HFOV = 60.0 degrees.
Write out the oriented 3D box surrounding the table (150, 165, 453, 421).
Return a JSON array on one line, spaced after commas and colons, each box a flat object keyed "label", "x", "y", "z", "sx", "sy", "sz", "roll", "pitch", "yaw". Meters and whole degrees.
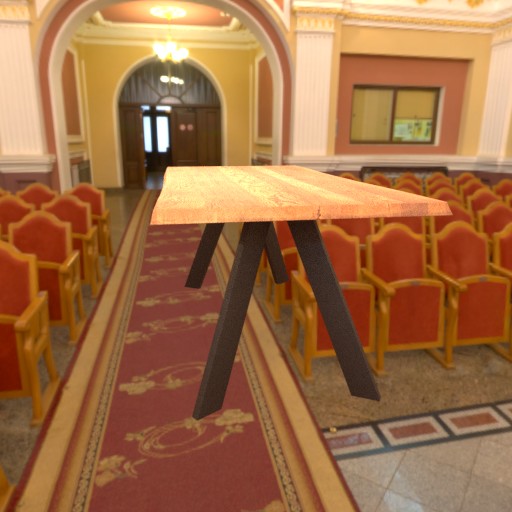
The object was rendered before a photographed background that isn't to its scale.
[{"label": "table", "x": 0.000, "y": 0.000, "z": 2.214, "sx": 0.900, "sy": 0.770, "sz": 1.800, "roll": -3, "pitch": 15, "yaw": -10}]
